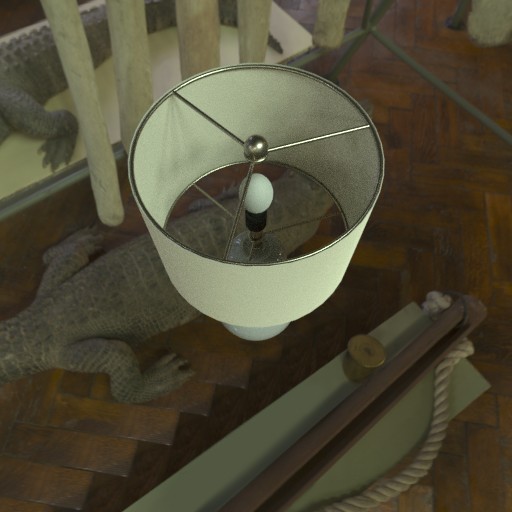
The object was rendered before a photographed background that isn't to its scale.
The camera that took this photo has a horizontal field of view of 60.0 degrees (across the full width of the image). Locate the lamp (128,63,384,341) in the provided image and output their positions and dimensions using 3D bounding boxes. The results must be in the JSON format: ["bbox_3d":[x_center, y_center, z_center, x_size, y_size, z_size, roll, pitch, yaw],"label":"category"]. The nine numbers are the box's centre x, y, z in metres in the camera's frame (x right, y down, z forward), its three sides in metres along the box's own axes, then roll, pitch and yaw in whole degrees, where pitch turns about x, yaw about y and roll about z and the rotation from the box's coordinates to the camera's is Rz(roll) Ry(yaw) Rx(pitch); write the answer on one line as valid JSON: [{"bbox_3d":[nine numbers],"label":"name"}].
[{"bbox_3d":[0.000,0.000,0.941,0.367,0.730,0.367,-32,68,-15],"label":"lamp"}]
